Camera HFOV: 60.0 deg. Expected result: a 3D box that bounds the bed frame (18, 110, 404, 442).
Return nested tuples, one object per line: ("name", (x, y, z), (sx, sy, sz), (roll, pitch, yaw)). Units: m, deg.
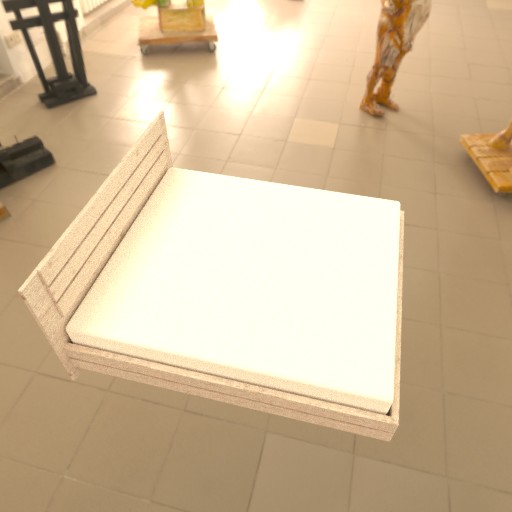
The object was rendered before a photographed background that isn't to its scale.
("bed frame", (0.000, 0.000, 3.132), (2.080, 0.970, 1.950), (10, 47, 10))
